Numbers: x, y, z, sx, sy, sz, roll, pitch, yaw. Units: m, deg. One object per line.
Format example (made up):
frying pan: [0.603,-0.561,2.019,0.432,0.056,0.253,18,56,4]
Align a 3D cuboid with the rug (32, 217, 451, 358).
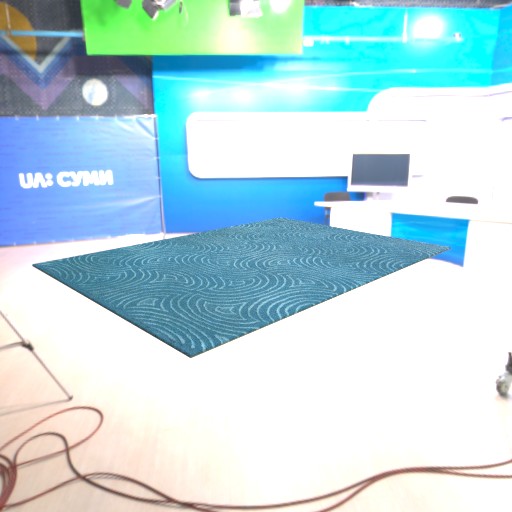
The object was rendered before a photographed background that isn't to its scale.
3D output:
rug: [0.000,0.000,2.775,2.144,0.015,1.543,-15,21,-42]
